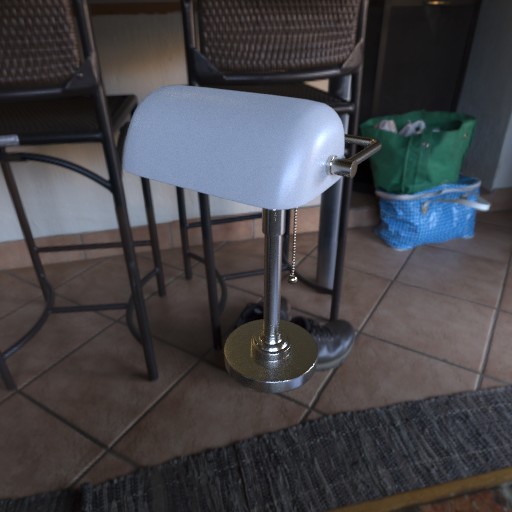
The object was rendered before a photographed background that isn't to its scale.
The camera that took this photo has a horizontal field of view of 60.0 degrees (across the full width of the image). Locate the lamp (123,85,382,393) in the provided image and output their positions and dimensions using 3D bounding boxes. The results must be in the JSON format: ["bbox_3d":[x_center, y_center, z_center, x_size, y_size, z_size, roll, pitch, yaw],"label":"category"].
[{"bbox_3d":[0.000,0.000,0.558,0.269,0.404,0.227,18,34,29],"label":"lamp"}]
